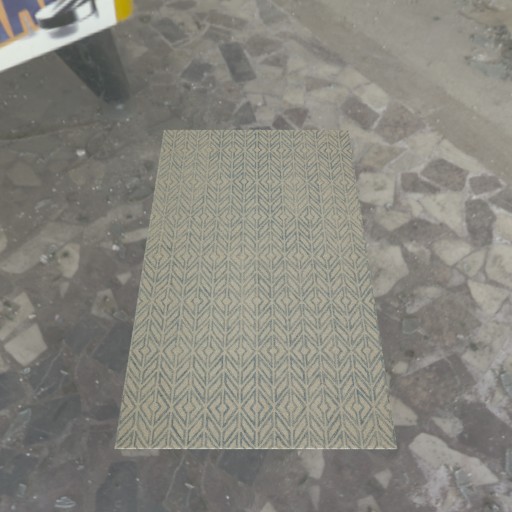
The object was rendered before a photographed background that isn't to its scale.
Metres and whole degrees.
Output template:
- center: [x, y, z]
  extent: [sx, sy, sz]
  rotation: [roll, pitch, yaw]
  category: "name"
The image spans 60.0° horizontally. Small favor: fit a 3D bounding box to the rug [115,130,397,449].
- center: [0.000, 0.000, 3.031]
  extent: [1.526, 0.008, 2.441]
  rotation: [0, 59, 0]
  category: "rug"
